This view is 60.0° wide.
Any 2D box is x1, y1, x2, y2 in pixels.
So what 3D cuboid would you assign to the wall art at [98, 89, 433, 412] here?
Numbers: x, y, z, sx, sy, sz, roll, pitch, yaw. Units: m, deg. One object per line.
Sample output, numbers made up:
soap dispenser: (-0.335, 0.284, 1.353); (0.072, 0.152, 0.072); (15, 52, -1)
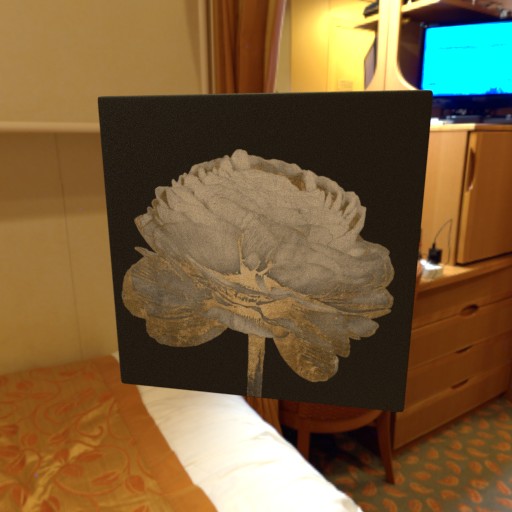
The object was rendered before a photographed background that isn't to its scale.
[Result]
wall art: (0.000, 0.000, 0.887); (0.610, 0.611, 0.043); (3, 14, 10)
